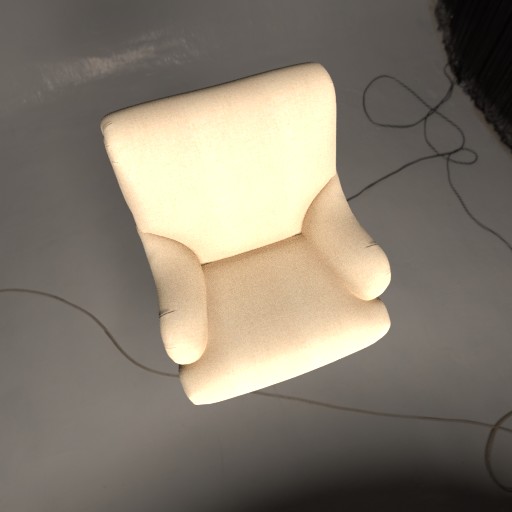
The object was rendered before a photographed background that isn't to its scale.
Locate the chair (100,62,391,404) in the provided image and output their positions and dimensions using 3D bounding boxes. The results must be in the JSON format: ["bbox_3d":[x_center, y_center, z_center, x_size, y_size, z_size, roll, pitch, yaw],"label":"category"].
[{"bbox_3d":[0.000,0.000,1.596,0.766,0.944,0.842,-18,64,-9],"label":"chair"}]
